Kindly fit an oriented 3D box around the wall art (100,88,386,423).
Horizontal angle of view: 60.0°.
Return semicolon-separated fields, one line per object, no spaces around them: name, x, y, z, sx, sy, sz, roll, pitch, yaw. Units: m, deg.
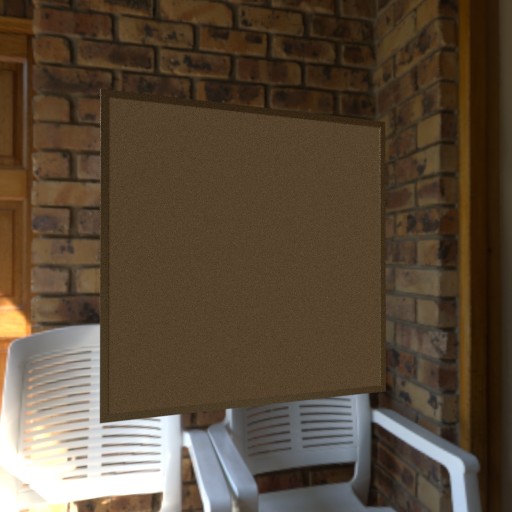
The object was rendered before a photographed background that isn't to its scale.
wall art;0.000;0.000;1.149;0.762;0.762;0.038;0;0;-19
